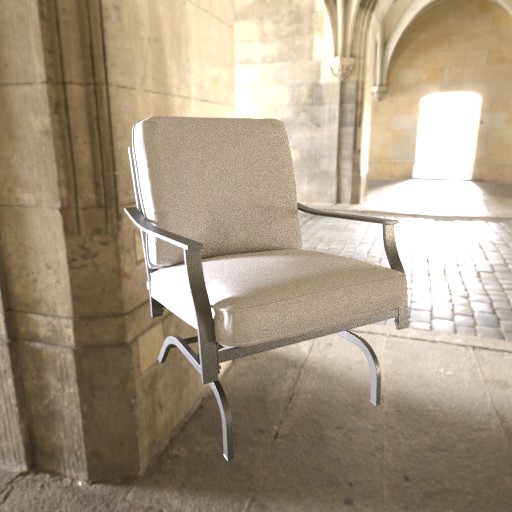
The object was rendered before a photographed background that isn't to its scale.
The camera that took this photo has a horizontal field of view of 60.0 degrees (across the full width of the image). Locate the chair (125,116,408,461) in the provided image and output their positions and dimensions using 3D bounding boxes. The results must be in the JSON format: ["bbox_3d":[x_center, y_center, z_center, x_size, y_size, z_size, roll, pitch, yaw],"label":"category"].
[{"bbox_3d":[0.000,0.000,1.406,0.650,0.860,0.787,-8,17,-28],"label":"chair"}]
